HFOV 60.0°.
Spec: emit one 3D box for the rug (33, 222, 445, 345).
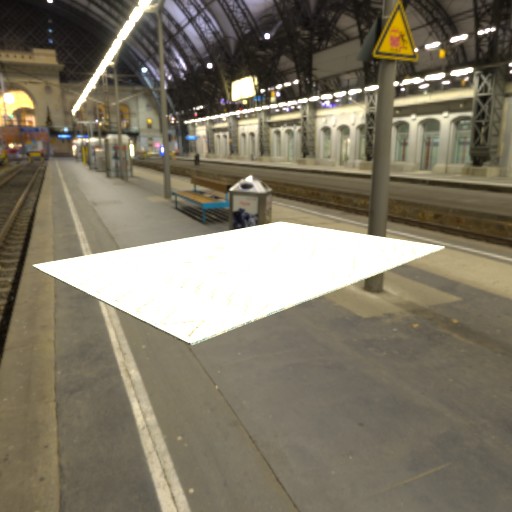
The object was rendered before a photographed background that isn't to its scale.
[{"bbox_3d":[0.000,0.000,2.344,1.260,0.009,1.820,13,19,43],"label":"rug"}]
